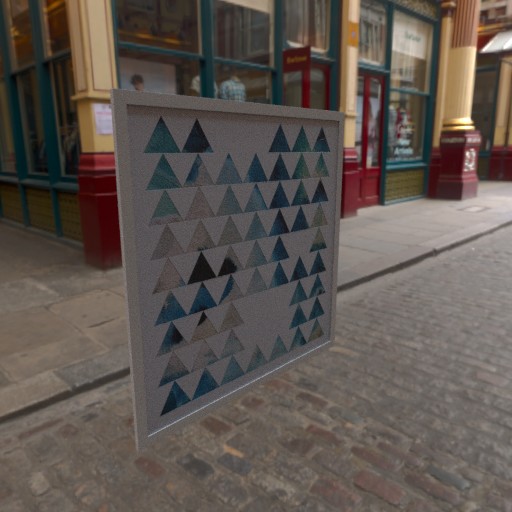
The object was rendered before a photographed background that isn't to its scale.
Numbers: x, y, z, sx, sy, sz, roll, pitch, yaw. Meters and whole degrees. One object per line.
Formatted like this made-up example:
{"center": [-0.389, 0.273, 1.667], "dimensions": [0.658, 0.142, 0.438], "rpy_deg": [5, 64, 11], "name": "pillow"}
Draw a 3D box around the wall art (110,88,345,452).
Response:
{"center": [0.000, 0.000, 0.698], "dimensions": [0.007, 0.456, 0.456], "rpy_deg": [13, 19, 42], "name": "wall art"}
